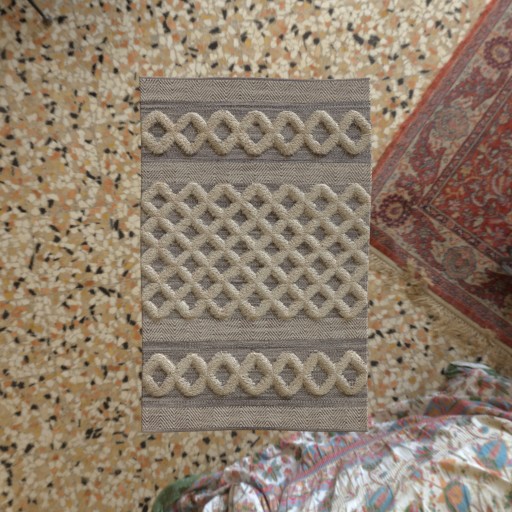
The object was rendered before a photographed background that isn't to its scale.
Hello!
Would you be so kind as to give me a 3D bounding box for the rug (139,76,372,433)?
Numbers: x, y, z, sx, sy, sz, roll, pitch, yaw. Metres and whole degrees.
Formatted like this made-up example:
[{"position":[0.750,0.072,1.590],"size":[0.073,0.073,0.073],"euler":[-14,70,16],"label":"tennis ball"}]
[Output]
[{"position":[0.000,0.000,2.897],"size":[1.513,0.033,2.333],"euler":[0,91,-1],"label":"rug"}]
